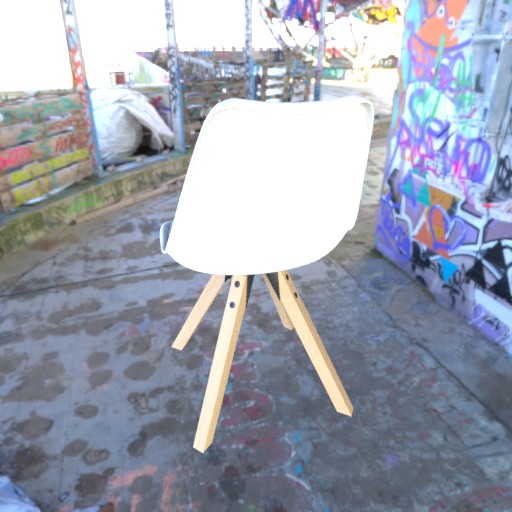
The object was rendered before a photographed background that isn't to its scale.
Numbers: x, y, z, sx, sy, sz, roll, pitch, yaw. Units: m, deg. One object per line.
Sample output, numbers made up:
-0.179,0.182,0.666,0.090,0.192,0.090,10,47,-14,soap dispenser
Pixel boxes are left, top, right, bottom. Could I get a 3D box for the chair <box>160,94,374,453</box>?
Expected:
0.000,0.000,1.172,0.485,0.850,0.550,-8,27,-15,chair
